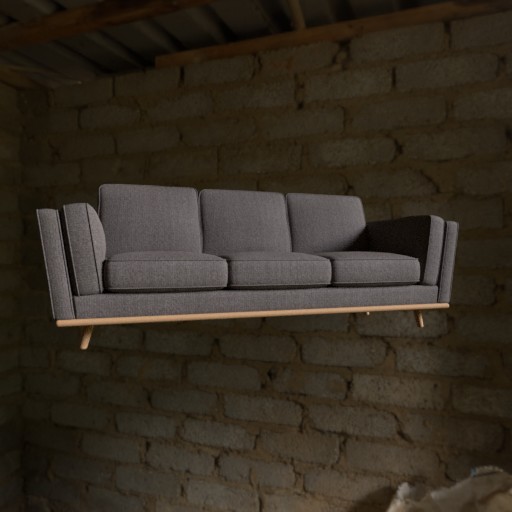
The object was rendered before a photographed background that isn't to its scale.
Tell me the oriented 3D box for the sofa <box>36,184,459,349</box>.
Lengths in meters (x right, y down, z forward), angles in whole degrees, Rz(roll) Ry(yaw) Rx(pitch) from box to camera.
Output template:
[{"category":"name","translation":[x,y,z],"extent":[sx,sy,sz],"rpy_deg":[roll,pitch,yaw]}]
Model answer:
[{"category":"sofa","translation":[0.000,0.000,2.755],"extent":[2.362,0.899,0.903],"rpy_deg":[0,0,-19]}]
